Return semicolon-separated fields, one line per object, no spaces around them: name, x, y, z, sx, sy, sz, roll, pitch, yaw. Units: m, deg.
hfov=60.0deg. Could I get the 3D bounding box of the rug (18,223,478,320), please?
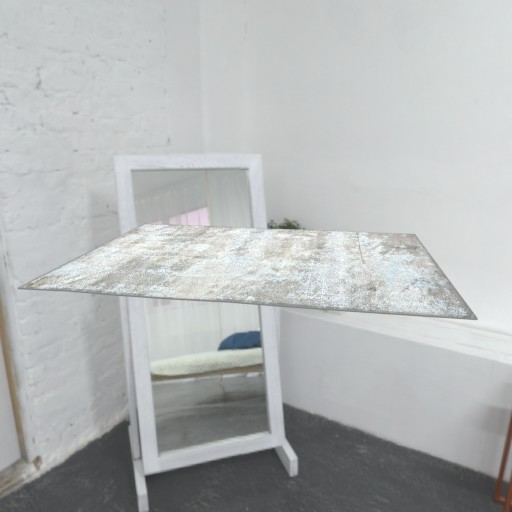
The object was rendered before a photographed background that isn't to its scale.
rug;0.000;0.000;4.247;3.307;0.013;2.393;3;16;9
